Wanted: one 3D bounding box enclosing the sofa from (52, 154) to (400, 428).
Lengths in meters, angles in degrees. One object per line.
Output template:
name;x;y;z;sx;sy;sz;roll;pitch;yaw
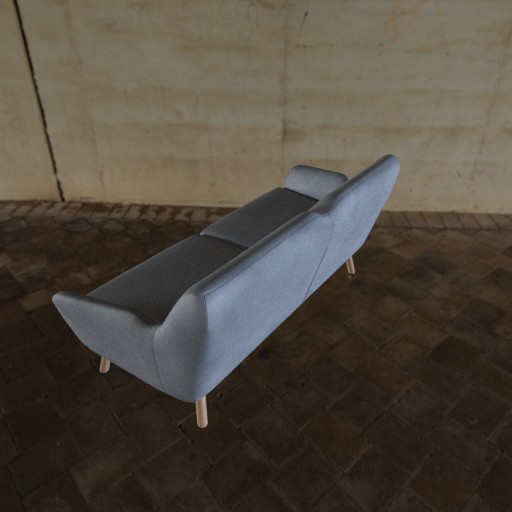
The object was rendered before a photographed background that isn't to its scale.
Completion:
sofa;0.000;0.000;2.338;0.850;0.810;1.870;21;37;30
